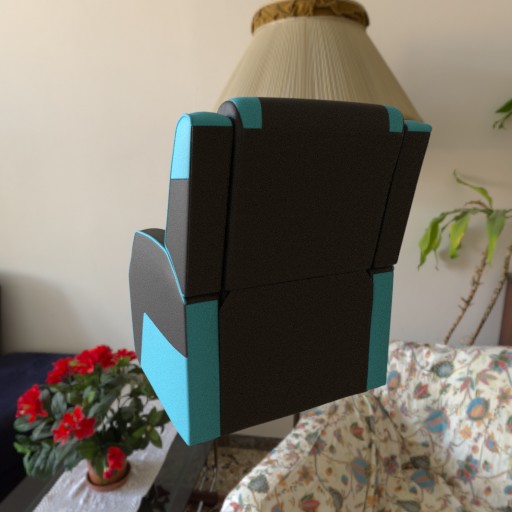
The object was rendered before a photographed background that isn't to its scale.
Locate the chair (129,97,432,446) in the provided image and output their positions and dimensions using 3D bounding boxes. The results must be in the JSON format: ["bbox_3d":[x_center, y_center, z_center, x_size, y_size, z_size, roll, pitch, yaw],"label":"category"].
[{"bbox_3d":[0.000,0.000,1.287,0.620,0.805,0.672,-7,15,-27],"label":"chair"}]
